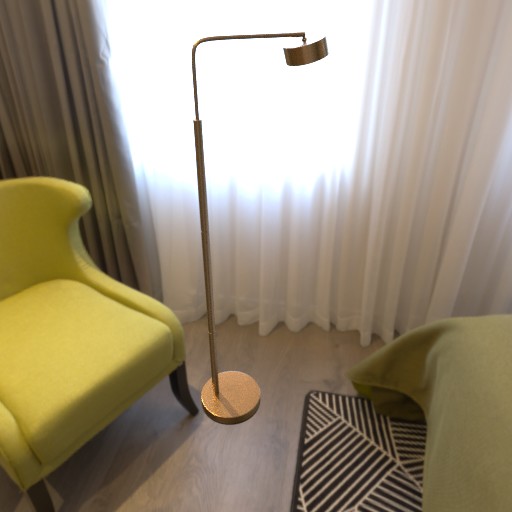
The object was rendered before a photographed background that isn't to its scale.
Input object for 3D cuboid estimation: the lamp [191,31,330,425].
[{"bbox_3d":[0.000,0.000,1.371,0.418,1.230,0.219,-11,33,-17],"label":"lamp"}]
